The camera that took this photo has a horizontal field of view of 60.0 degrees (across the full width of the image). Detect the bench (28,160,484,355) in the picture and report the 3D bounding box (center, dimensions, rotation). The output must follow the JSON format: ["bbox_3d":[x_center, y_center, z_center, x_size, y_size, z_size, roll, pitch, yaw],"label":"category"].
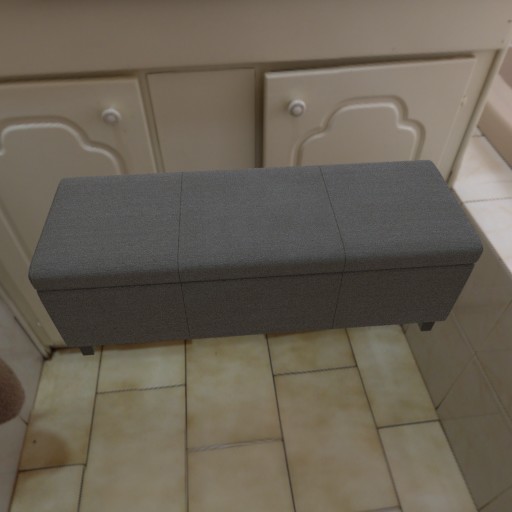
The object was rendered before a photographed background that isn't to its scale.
[{"bbox_3d":[0.000,0.000,1.489,1.269,0.438,0.446,-3,47,-3],"label":"bench"}]
